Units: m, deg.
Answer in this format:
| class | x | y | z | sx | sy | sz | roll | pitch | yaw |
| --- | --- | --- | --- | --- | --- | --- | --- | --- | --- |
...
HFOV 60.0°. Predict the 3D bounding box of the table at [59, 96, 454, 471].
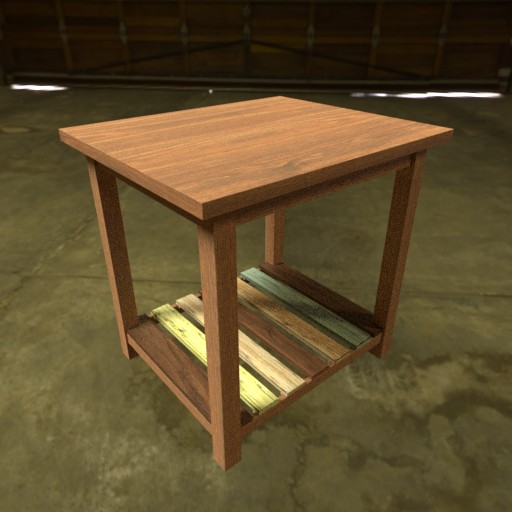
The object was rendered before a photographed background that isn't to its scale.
| class | x | y | z | sx | sy | sz | roll | pitch | yaw |
| --- | --- | --- | --- | --- | --- | --- | --- | --- | --- |
| table | 0.000 | 0.000 | 1.123 | 0.660 | 0.635 | 0.559 | -22 | 36 | -34 |
